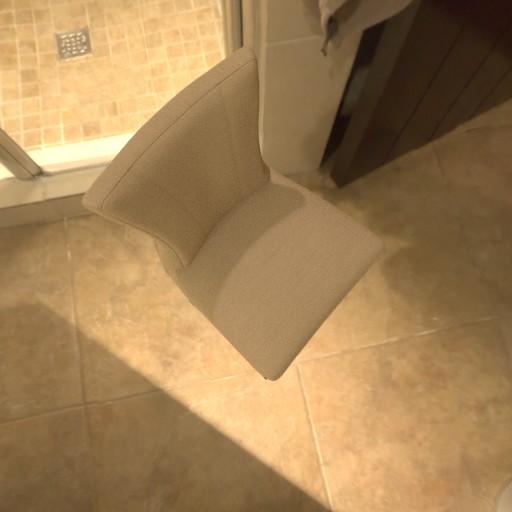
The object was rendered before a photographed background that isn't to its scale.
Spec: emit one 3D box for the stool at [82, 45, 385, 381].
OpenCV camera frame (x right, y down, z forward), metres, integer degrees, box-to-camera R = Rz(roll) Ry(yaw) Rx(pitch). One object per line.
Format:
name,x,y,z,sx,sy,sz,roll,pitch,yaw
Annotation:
stool,0.000,0.000,1.361,0.574,1.000,0.514,40,78,10
